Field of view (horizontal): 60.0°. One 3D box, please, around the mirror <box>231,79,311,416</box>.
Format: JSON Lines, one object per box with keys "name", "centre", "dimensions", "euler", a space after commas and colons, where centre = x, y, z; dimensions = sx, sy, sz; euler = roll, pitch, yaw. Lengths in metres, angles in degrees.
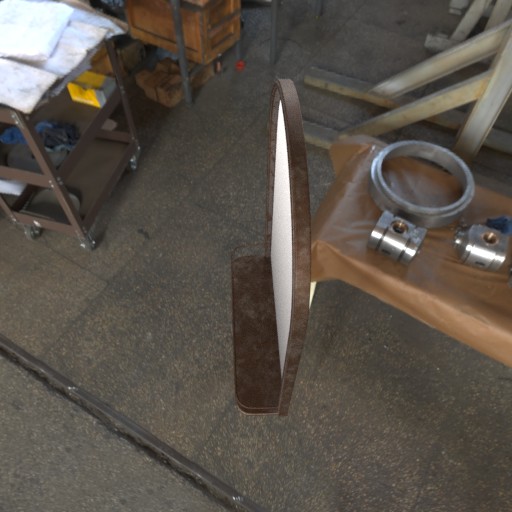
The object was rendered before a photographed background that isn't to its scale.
{"name": "mirror", "centre": [0.000, 0.000, 0.985], "dimensions": [0.137, 0.770, 0.510], "euler": [-3, 56, -2]}
